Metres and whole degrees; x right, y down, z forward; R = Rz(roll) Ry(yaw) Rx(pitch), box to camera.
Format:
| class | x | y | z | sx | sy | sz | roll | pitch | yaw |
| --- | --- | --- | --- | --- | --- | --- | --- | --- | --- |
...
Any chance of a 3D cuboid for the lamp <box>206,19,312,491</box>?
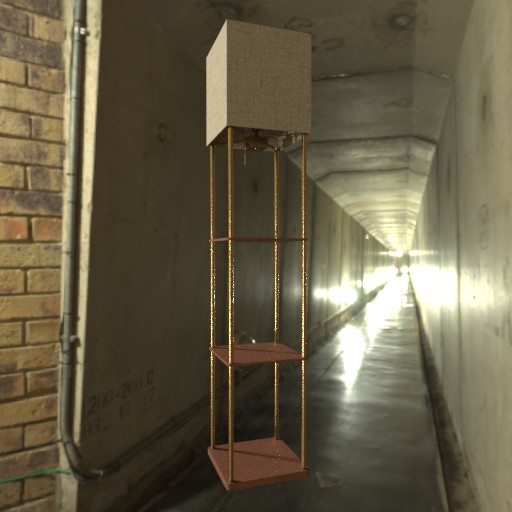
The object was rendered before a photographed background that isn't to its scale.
| class | x | y | z | sx | sy | sz | roll | pitch | yaw |
| --- | --- | --- | --- | --- | --- | --- | --- | --- | --- |
| lamp | 0.000 | 0.000 | 1.667 | 0.310 | 1.569 | 0.308 | 0 | 0 | -19 |
